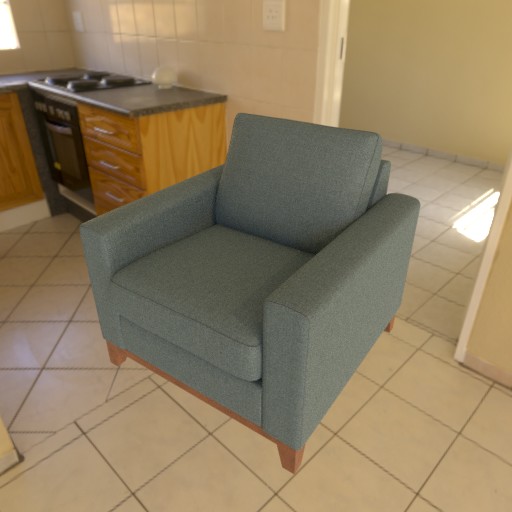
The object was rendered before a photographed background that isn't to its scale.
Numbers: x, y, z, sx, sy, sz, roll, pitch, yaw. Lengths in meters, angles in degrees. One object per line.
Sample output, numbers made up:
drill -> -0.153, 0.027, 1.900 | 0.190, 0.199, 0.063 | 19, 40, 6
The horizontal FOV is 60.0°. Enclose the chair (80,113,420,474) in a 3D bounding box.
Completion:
chair -> 0.000, 0.000, 1.886 | 1.024, 1.010, 1.038 | 19, 35, 30
